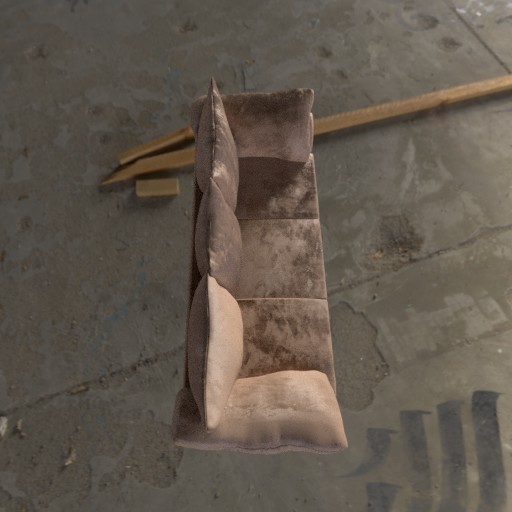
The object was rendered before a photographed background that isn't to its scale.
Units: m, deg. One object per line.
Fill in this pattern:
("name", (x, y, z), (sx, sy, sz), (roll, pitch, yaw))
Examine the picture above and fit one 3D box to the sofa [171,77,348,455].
("sofa", (0.000, 0.000, 2.874), (0.893, 0.981, 2.377), (-1, 64, 0))
